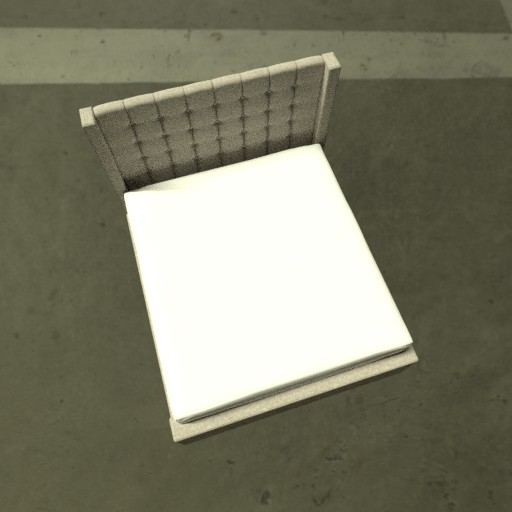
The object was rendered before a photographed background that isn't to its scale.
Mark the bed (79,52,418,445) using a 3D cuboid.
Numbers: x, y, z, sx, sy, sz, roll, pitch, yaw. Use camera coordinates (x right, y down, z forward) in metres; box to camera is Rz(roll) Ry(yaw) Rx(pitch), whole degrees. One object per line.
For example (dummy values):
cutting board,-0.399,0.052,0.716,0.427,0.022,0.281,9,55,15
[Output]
bed,0.000,0.000,3.736,2.044,1.748,2.372,-16,65,-8
